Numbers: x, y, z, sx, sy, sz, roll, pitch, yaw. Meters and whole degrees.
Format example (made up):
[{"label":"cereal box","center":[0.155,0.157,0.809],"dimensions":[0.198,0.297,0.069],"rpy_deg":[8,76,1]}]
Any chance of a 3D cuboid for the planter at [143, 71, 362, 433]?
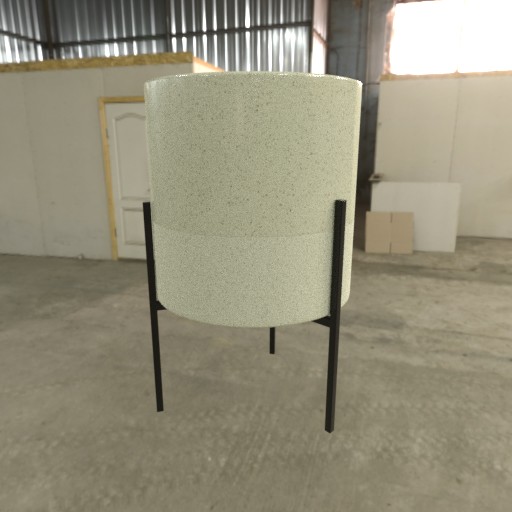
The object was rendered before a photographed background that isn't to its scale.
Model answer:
[{"label":"planter","center":[0.000,0.000,0.537],"dimensions":[0.243,0.390,0.234],"rpy_deg":[15,21,43]}]
